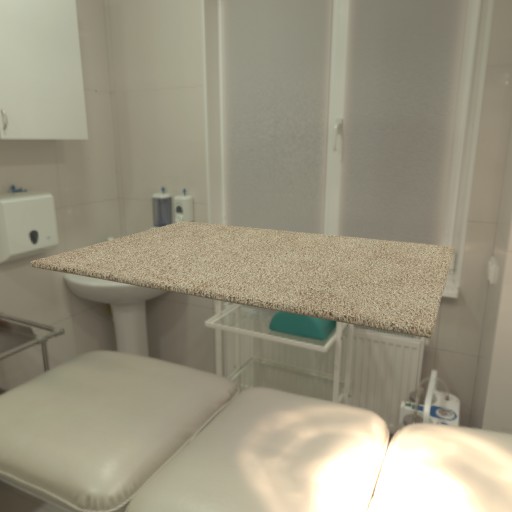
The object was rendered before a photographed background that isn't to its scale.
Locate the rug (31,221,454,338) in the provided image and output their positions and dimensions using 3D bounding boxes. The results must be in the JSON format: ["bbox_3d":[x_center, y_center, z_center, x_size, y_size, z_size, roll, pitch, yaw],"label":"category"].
[{"bbox_3d":[0.000,0.000,2.232,1.778,0.030,1.219,7,16,25],"label":"rug"}]
